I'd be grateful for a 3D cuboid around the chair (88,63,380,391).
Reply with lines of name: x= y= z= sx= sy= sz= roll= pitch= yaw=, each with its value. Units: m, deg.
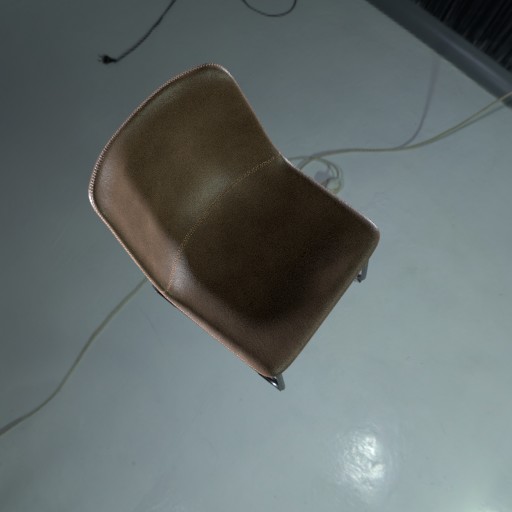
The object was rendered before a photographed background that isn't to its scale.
chair: x=0.000 y=0.000 z=1.111 sx=0.551 sy=0.780 sz=0.460 roll=37 pitch=79 yaw=8
